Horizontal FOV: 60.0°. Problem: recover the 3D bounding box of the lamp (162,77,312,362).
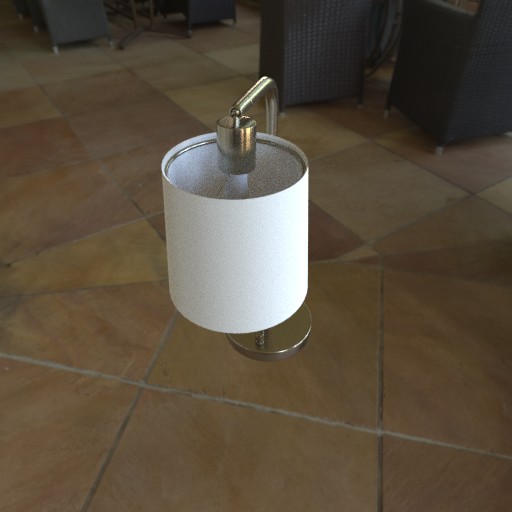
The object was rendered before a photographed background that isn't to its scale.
[{"bbox_3d":[0.000,0.000,0.629,0.171,0.489,0.333,10,41,12],"label":"lamp"}]
